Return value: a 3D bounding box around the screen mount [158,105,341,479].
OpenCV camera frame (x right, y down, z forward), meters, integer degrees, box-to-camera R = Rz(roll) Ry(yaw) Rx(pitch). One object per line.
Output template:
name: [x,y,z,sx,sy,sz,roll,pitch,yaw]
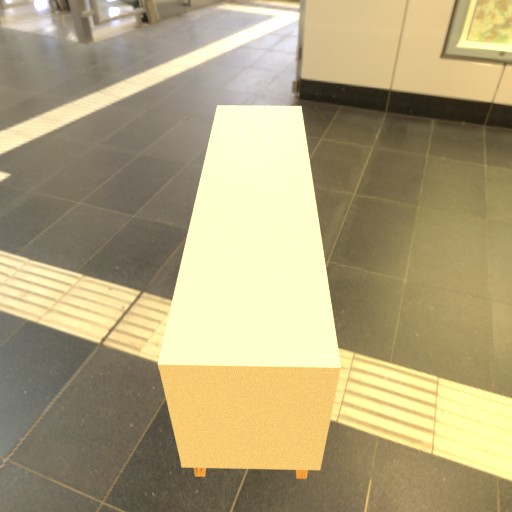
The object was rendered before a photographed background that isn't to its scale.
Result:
screen mount: [0.000,0.000,1.736,0.400,0.619,1.490,1,40,1]
